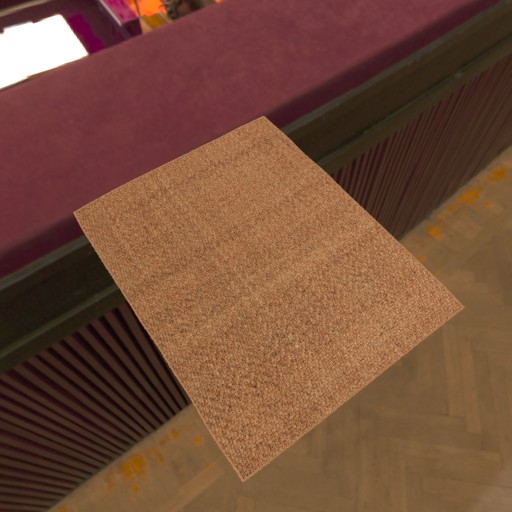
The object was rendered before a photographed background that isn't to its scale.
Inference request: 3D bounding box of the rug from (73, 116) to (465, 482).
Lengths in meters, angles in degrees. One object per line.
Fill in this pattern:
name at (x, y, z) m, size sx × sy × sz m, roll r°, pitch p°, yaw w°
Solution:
rug at (0.000, 0.000, 4.224) m, size 2.439 × 0.013 × 3.048 m, roll -32°, pitch 64°, yaw -17°
